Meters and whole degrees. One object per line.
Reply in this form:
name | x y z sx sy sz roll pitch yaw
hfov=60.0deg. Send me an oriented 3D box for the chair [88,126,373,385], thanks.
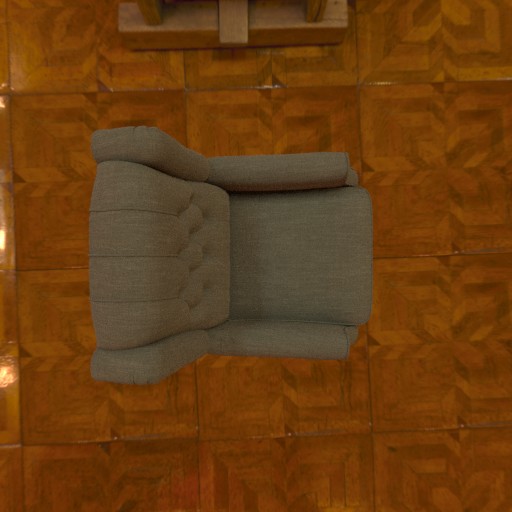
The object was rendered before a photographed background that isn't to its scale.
chair | 0.000 0.000 1.620 0.898 1.035 0.742 0 90 -1
